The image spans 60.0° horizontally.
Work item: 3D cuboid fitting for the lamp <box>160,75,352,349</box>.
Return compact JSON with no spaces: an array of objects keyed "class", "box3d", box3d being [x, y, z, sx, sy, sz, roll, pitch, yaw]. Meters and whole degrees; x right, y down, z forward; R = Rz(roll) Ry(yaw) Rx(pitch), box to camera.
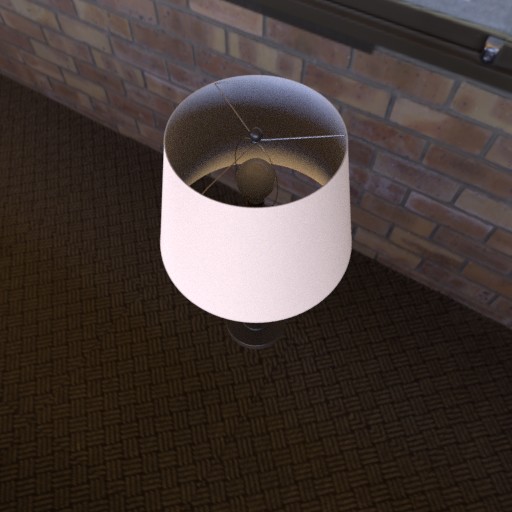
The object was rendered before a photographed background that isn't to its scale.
[{"class":"lamp","box3d":[0.000,0.000,0.919,0.363,0.696,0.363,0,59,0]}]
